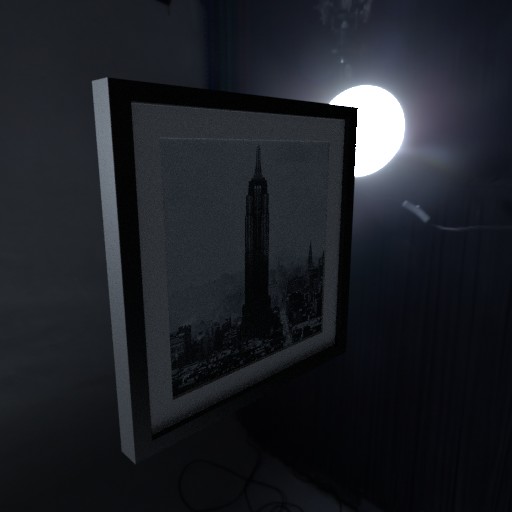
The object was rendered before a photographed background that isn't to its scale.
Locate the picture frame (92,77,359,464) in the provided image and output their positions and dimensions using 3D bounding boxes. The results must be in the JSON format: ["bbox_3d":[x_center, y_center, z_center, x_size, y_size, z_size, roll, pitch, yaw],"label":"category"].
[{"bbox_3d":[0.000,0.000,0.520,0.355,0.353,0.029,-13,18,-43],"label":"picture frame"}]
